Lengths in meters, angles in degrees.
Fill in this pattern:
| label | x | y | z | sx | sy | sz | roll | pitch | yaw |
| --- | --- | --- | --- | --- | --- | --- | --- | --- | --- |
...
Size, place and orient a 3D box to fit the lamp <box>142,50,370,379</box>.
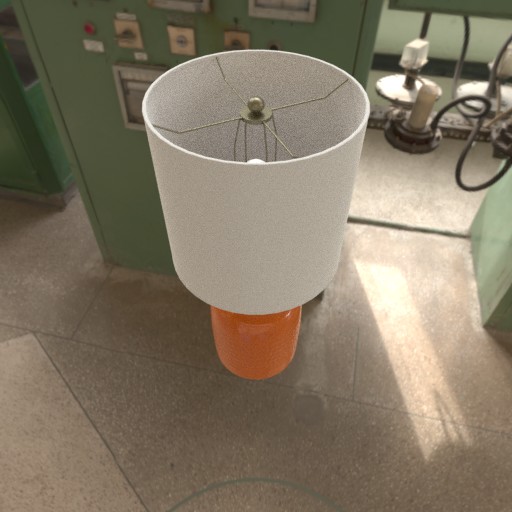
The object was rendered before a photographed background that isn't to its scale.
| label | x | y | z | sx | sy | sz | roll | pitch | yaw |
| --- | --- | --- | --- | --- | --- | --- | --- | --- | --- |
| lamp | 0.000 | 0.000 | 1.143 | 0.418 | 0.871 | 0.418 | 10 | 48 | 9 |
